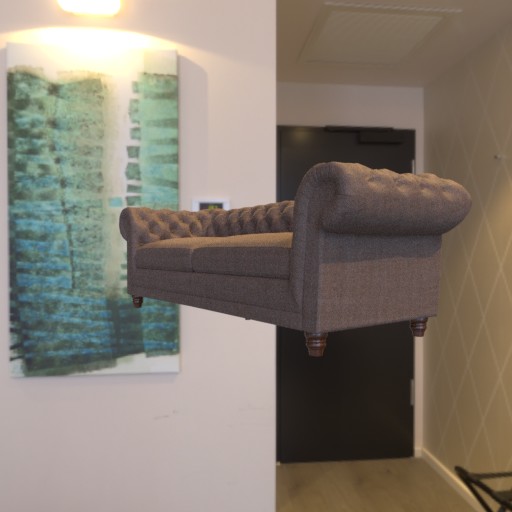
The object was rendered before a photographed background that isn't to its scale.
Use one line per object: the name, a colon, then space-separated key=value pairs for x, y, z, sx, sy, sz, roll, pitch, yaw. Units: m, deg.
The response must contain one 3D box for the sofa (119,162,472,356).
sofa: x=0.000 y=0.000 z=2.775 sx=0.944 sy=0.787 sz=2.385 roll=0 pitch=1 yaw=-36
